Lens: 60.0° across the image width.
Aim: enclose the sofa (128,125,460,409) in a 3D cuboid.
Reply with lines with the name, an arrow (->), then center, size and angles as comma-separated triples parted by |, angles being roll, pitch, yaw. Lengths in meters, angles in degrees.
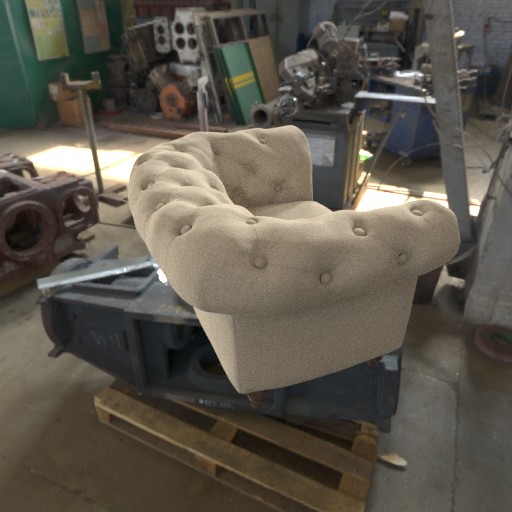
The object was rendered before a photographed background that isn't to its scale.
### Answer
sofa -> 0.000, 0.000, 2.055 | 1.034, 0.878, 1.405 | -11, 33, -18
